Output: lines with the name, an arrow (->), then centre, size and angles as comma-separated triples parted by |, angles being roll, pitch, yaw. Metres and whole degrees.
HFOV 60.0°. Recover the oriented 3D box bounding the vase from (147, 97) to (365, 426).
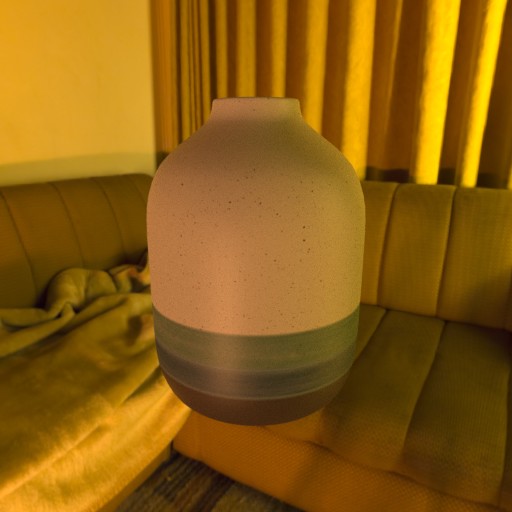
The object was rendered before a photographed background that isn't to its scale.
vase -> 0.000, 0.000, 0.360 | 0.169, 0.240, 0.169 | 0, 16, 0
